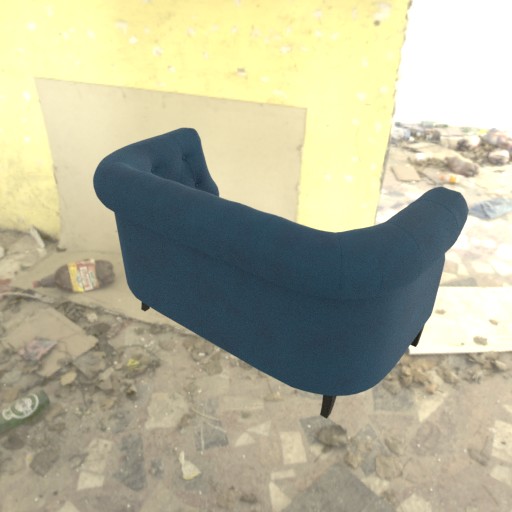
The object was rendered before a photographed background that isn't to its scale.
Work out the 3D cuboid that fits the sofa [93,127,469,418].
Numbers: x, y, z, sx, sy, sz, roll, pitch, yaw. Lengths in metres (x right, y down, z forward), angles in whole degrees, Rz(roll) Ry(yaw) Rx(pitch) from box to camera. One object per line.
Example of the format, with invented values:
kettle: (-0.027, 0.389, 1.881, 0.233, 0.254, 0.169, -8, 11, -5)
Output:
sofa: (0.000, 0.000, 2.010, 1.558, 0.827, 0.835, 22, 37, 32)
